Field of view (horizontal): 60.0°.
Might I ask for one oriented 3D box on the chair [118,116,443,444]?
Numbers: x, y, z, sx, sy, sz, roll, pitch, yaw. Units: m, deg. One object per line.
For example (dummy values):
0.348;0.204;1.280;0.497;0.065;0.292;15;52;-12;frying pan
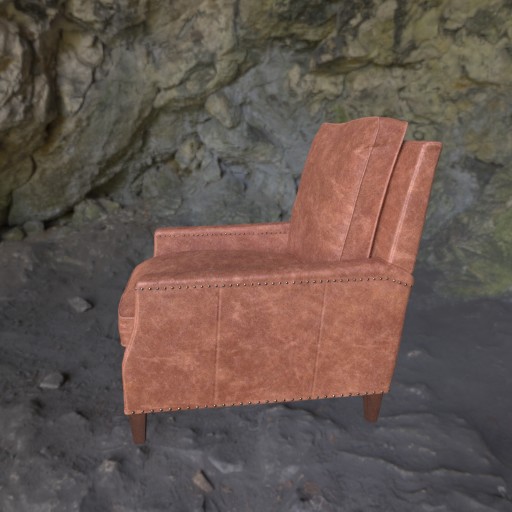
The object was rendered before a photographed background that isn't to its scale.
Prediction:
0.000;0.000;1.786;1.035;1.054;0.854;-2;15;-8;chair
